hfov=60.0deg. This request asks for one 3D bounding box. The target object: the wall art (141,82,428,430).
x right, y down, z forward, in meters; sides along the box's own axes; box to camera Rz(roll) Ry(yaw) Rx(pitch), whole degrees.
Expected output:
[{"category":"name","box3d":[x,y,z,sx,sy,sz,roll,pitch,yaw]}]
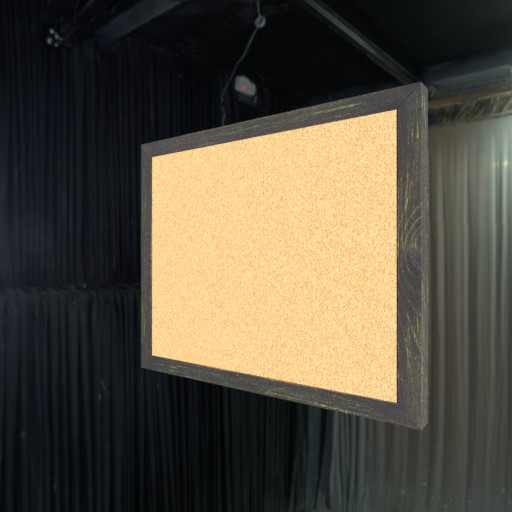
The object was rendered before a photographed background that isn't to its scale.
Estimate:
[{"category":"wall art","box3d":[0.000,0.000,0.758,0.558,0.457,0.032,0,0,36]}]
